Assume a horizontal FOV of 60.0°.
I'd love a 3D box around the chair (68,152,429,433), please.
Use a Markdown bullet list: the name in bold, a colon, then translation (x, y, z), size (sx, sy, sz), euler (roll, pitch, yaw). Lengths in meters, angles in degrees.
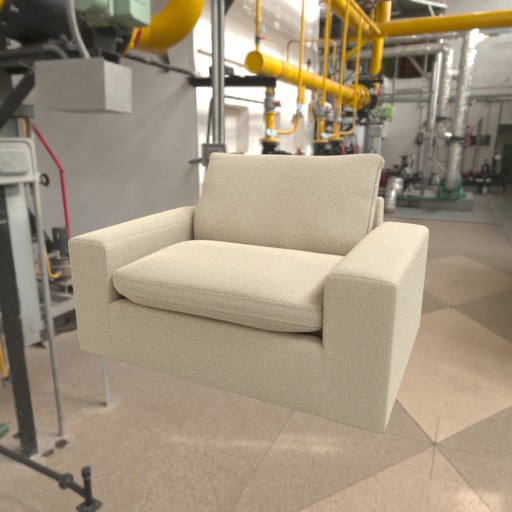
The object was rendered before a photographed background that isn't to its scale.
- **chair**: translation (0.000, 0.000, 2.054), size (1.398, 0.915, 1.039), euler (7, 17, 25)
